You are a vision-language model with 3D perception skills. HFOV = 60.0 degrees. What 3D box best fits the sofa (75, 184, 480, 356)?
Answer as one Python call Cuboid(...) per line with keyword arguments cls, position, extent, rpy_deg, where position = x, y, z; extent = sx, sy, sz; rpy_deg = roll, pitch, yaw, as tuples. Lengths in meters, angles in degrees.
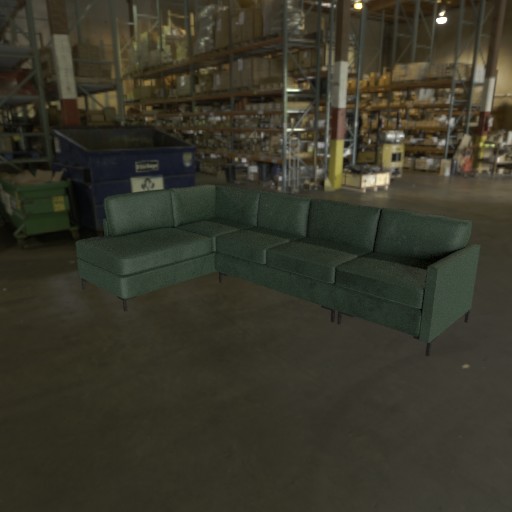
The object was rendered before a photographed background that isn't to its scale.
Cuboid(cls="sofa", position=(0.000, 0.000, 4.281), extent=(3.384, 0.996, 2.048), rpy_deg=(15, 22, 41))
